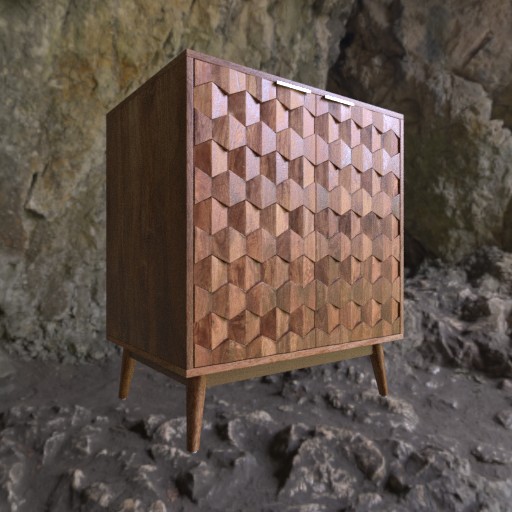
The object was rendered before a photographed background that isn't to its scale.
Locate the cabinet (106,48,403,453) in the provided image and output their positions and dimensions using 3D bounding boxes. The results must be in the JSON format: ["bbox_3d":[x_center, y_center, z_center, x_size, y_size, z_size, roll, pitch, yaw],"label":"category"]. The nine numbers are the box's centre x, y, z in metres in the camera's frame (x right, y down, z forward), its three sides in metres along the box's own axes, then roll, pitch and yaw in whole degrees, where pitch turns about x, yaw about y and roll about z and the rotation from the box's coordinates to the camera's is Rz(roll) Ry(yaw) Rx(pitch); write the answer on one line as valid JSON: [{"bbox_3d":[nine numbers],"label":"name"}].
[{"bbox_3d":[0.000,0.000,1.183,0.647,0.758,0.473,0,0,-36],"label":"cabinet"}]
